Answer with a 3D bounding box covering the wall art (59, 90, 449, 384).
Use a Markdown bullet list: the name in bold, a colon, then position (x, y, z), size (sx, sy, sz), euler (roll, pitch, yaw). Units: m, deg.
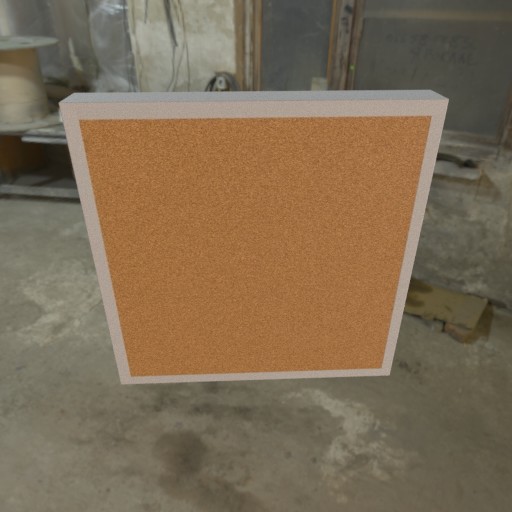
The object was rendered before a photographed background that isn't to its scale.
- **wall art**: position (0.000, 0.000, 0.440), size (0.305, 0.305, 0.038), euler (-1, 31, -2)
